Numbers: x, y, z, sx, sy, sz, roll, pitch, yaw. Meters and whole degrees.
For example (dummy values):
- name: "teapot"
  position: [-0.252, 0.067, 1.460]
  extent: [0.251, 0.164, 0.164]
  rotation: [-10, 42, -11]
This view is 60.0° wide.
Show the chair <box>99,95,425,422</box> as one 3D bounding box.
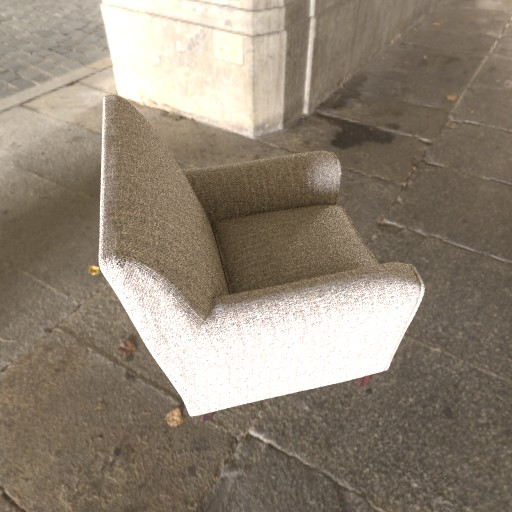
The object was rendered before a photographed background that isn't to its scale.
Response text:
- name: "chair"
  position: [0.000, 0.000, 1.600]
  extent: [0.873, 0.928, 0.864]
  rotation: [-9, 44, -10]
